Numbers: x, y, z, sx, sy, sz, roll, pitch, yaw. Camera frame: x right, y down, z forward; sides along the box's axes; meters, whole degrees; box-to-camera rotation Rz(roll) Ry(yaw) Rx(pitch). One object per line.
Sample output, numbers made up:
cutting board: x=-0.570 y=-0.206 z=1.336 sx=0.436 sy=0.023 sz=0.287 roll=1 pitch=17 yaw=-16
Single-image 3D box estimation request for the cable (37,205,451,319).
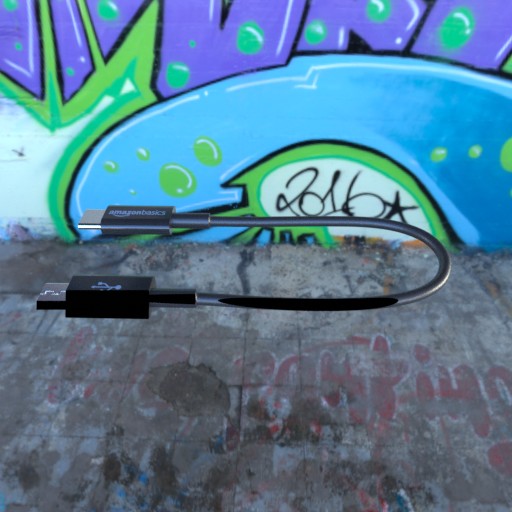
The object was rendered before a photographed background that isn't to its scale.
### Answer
cable: x=0.000 y=0.000 z=0.113 sx=0.098 sy=0.006 sz=0.040 roll=1 pitch=41 yaw=1
